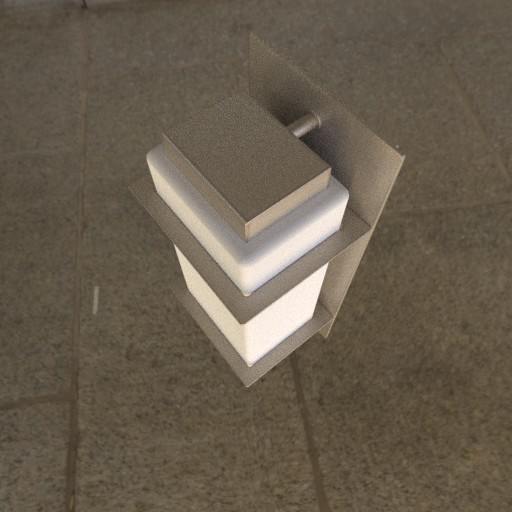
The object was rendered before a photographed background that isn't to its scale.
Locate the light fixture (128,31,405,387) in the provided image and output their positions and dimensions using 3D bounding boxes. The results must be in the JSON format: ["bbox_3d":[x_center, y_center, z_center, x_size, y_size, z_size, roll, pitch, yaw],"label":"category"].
[{"bbox_3d":[0.000,0.000,0.475,0.160,0.380,0.168,-35,67,-17],"label":"light fixture"}]
